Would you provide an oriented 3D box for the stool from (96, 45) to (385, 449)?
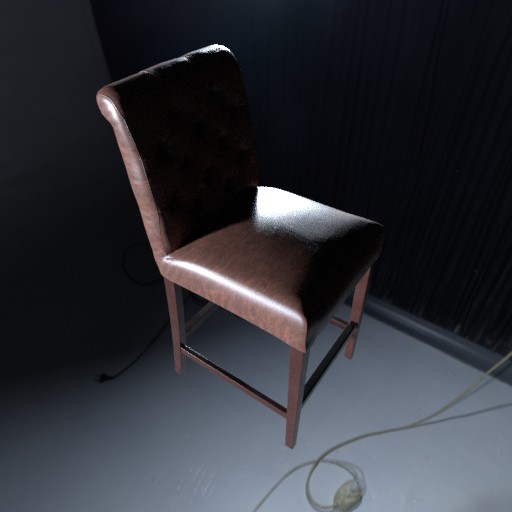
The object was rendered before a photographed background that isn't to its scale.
[{"bbox_3d":[0.000,0.000,1.413,0.660,1.084,0.486,25,47,26],"label":"stool"}]
